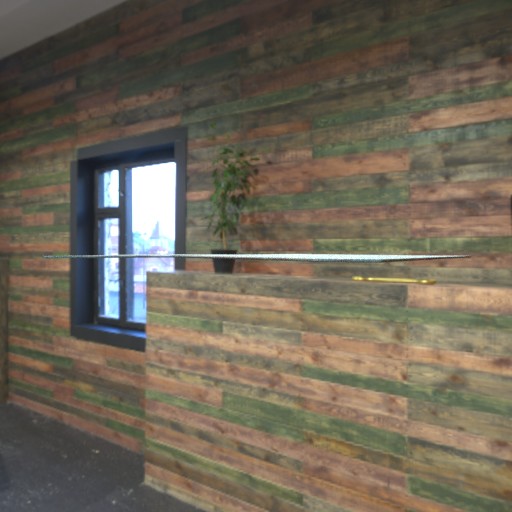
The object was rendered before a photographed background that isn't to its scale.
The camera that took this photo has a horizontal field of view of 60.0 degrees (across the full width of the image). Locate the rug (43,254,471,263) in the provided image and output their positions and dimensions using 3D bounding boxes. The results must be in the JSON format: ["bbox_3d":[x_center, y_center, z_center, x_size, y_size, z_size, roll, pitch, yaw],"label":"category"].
[{"bbox_3d":[0.000,0.000,2.856,2.260,0.026,1.611,0,1,36],"label":"rug"}]
